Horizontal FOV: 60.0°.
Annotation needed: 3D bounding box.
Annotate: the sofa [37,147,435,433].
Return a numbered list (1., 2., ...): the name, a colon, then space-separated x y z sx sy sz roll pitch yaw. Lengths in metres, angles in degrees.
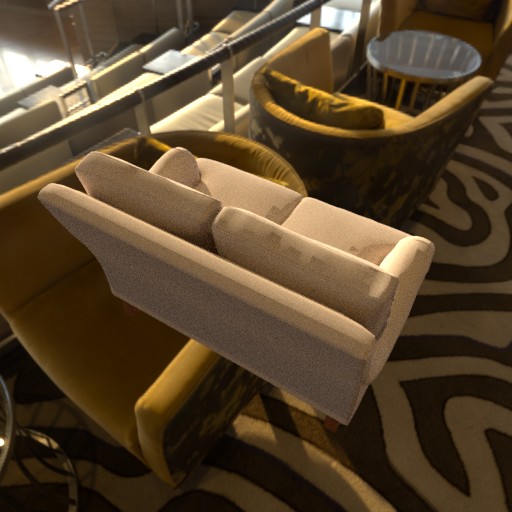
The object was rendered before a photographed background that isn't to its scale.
1. sofa: 0.000 0.000 2.176 1.508 1.048 1.087 24 52 21
